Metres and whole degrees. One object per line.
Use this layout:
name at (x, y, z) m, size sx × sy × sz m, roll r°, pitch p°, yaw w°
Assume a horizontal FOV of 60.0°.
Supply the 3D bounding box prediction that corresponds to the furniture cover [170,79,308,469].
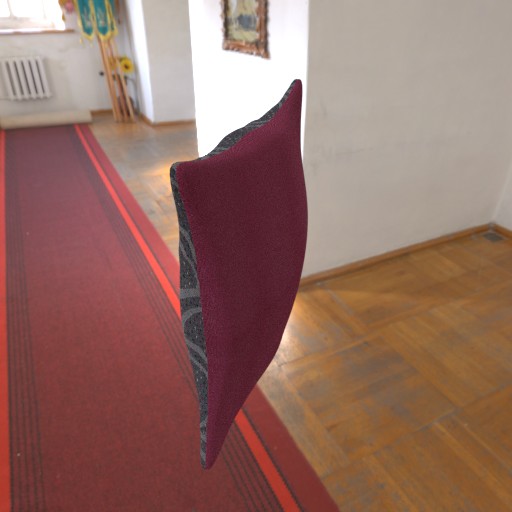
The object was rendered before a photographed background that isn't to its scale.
furniture cover at (0.000, 0.000, 0.785) m, size 0.163 × 0.513 × 0.514 m, roll 10°, pitch 33°, yaw 16°
